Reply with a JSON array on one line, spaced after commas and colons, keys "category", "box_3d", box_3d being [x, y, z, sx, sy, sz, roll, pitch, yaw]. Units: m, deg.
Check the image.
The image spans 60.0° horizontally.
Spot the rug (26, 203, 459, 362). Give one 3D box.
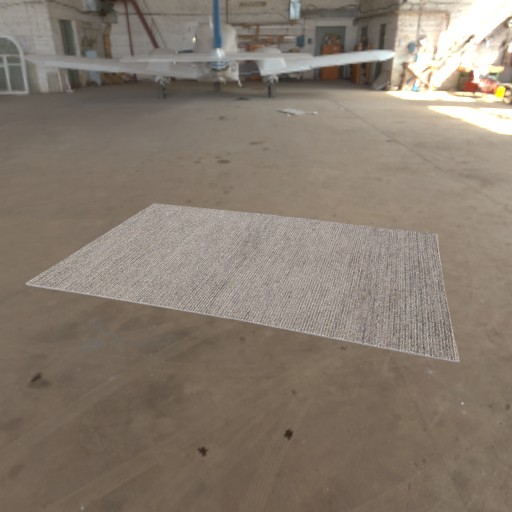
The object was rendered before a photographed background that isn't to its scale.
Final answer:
[{"category": "rug", "box_3d": [0.000, 0.000, 2.238, 1.804, 0.022, 1.162, 8, 27, 16]}]
